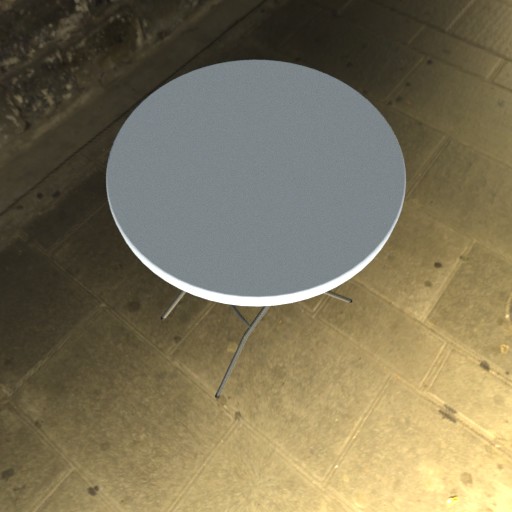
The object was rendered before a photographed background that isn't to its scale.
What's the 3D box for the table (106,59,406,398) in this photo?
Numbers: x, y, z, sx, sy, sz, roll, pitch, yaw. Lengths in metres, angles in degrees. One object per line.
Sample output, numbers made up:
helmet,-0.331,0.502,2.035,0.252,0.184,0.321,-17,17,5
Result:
table,0.000,0.000,1.667,0.795,1.105,0.792,-34,68,-16
